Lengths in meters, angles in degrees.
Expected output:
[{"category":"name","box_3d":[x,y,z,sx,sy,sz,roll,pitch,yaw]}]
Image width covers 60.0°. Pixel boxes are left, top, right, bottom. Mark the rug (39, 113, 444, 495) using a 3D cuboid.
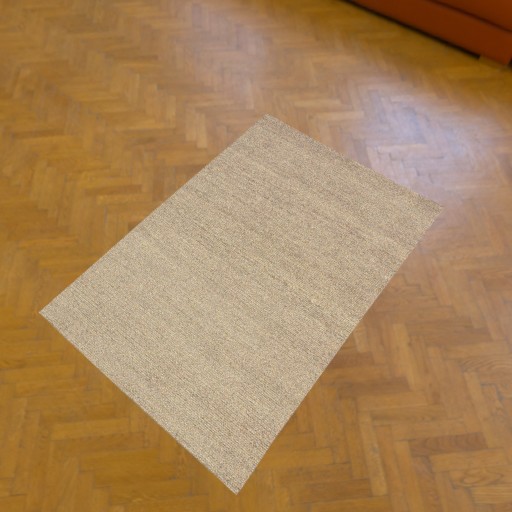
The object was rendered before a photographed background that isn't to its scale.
[{"category":"rug","box_3d":[0.000,0.000,2.968,1.609,0.030,2.342,34,64,19]}]
